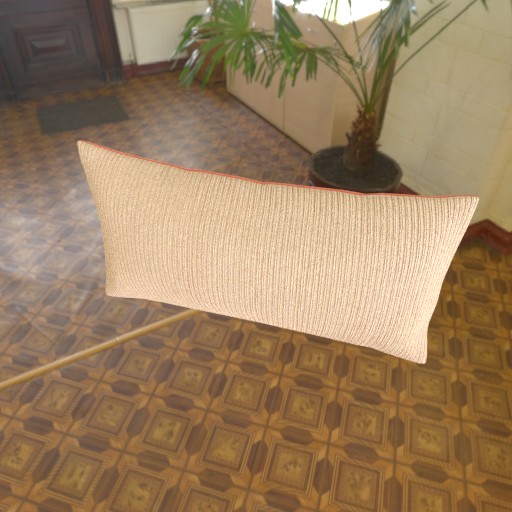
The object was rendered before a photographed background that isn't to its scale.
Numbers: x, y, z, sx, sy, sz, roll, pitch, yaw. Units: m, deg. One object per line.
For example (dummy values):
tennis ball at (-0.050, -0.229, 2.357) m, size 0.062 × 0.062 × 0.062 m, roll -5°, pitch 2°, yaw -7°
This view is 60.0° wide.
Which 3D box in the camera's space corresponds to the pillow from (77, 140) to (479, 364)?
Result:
pillow at (0.000, 0.000, 0.730) m, size 0.608 × 0.307 × 0.155 m, roll 10°, pitch 42°, yaw 12°
